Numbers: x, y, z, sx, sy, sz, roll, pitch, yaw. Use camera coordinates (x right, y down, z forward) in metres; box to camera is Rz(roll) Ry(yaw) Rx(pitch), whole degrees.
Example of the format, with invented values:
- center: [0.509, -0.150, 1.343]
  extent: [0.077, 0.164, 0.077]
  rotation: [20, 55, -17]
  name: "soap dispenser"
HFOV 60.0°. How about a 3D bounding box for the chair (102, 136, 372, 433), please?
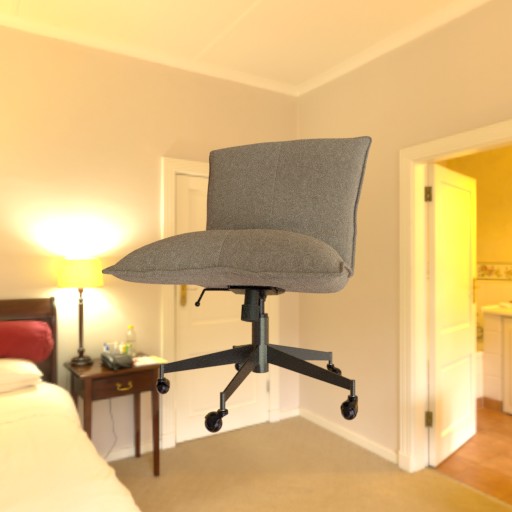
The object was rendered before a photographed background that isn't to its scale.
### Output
- center: [0.000, 0.000, 1.270]
  extent: [0.597, 0.811, 0.696]
  rotation: [0, 0, 19]
  name: "chair"
